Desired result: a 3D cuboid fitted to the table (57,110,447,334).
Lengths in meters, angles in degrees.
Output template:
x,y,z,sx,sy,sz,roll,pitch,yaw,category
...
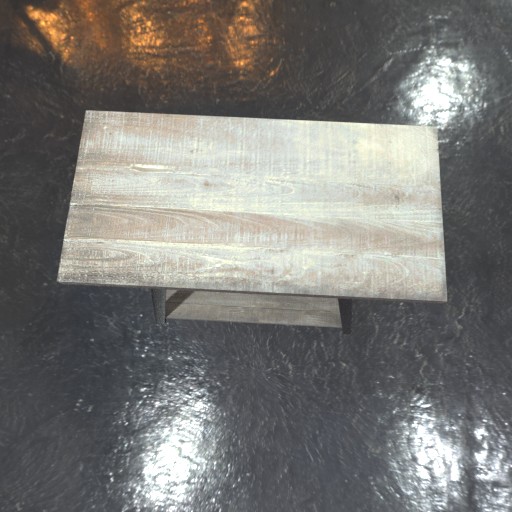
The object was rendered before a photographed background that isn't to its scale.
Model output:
x,y,z,sx,sy,sz,roll,pitch,yaw,category
0.000,0.000,1.054,0.599,0.701,0.300,3,75,1,table
